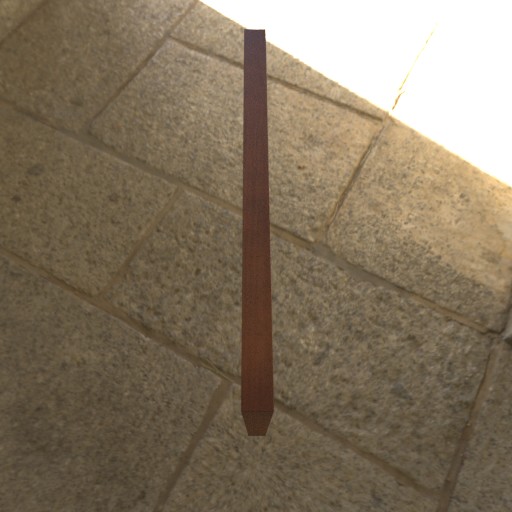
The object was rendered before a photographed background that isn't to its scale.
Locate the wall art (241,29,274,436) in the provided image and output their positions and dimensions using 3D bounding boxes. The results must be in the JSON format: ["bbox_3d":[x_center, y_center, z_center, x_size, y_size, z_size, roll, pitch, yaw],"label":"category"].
[{"bbox_3d":[0.000,0.000,0.771,0.033,0.457,0.558,0,65,0],"label":"wall art"}]
